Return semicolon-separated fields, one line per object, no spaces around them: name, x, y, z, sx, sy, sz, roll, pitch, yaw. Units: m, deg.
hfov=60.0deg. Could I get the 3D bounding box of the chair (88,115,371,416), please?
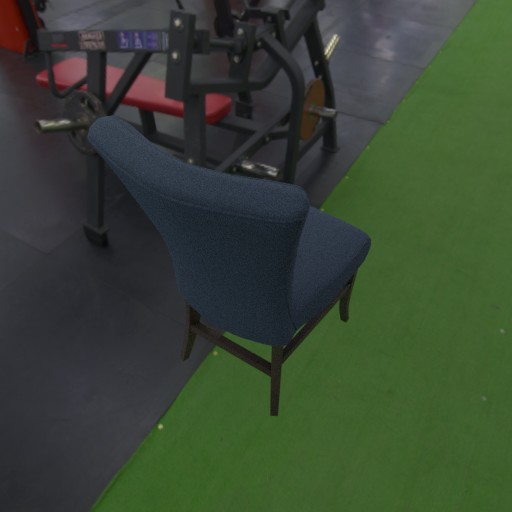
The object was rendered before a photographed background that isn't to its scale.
chair;0.000;0.000;1.338;0.520;0.991;0.660;25;51;22
